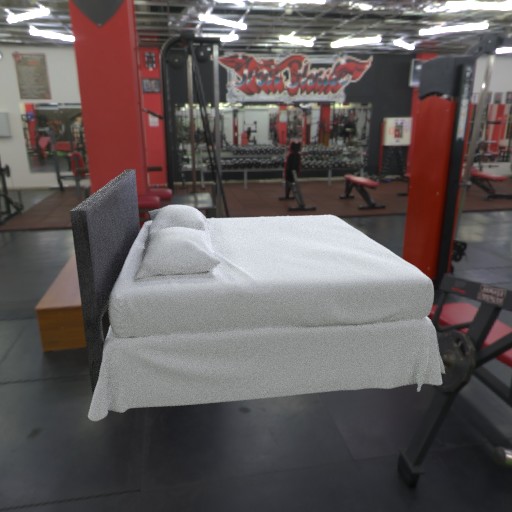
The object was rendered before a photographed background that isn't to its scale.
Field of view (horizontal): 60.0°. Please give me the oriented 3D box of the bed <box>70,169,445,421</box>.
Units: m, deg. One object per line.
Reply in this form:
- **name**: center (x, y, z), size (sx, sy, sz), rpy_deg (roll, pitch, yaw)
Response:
- **bed**: center (0.000, 0.000, 3.444), size (2.165, 1.158, 2.255), rpy_deg (-2, 17, -7)
